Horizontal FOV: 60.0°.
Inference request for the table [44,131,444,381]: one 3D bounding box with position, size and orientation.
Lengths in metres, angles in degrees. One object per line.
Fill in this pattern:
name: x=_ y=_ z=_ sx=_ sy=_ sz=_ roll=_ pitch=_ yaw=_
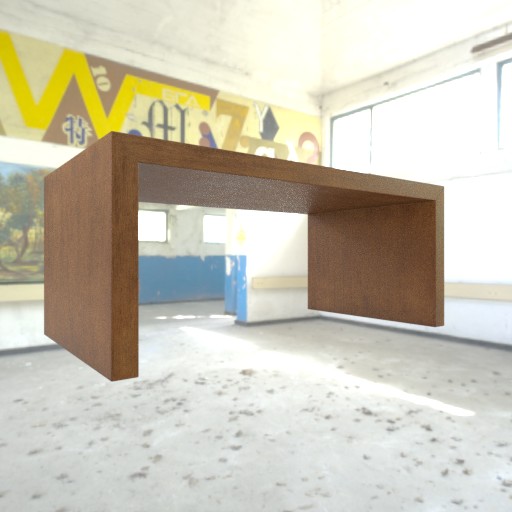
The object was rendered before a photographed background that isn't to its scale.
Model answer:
table: x=0.000 y=0.000 z=1.255 sx=1.000 sy=0.419 sz=0.549 roll=0 pitch=0 yaw=-36
